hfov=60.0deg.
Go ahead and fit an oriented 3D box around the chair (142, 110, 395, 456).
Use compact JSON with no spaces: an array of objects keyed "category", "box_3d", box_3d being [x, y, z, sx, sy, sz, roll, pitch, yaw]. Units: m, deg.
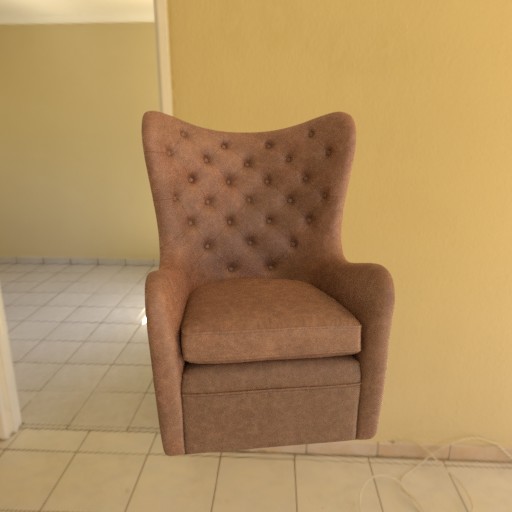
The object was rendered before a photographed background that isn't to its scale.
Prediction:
[{"category":"chair","box_3d":[0.000,0.000,1.704,0.831,1.079,0.930,-2,16,-7]}]
